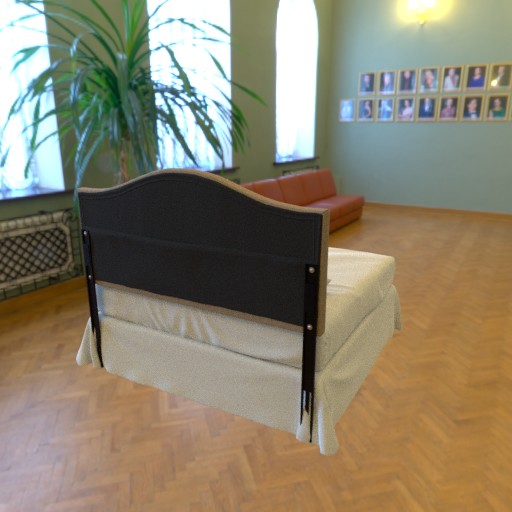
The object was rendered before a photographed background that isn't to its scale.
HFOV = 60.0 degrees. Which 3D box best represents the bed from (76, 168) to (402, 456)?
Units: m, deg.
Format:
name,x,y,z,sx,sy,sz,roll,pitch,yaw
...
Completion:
name,x,y,z,sx,sy,sz,roll,pitch,yaw
bed,0.000,0.000,3.879,2.311,1.651,2.222,9,18,28
